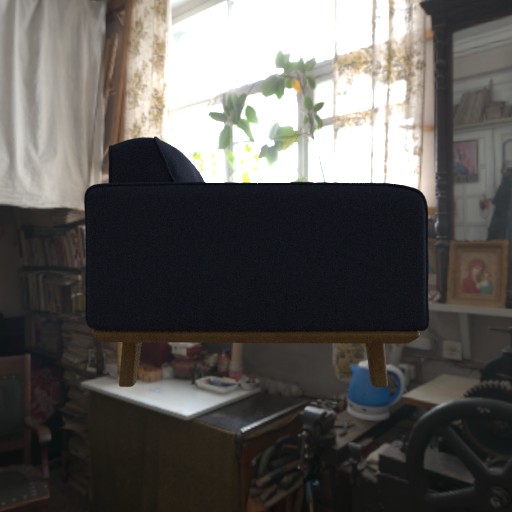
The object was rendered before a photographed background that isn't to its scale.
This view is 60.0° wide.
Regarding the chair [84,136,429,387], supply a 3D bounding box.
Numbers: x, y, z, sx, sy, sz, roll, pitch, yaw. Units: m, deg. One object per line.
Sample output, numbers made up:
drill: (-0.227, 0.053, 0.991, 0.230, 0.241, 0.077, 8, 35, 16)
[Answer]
chair: (0.000, 0.000, 1.740, 0.953, 0.783, 1.118, 0, 1, 0)
